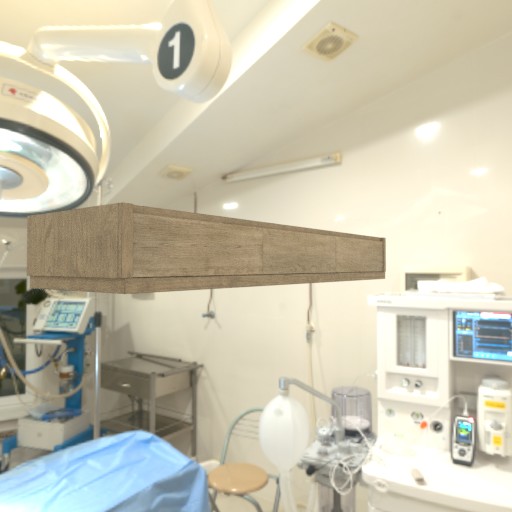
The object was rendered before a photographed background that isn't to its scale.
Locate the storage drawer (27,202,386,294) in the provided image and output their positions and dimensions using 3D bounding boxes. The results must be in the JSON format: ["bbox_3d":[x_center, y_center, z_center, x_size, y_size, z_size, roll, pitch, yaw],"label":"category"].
[{"bbox_3d":[0.000,0.000,2.316,0.591,0.274,2.072,-1,-2,38],"label":"storage drawer"}]
